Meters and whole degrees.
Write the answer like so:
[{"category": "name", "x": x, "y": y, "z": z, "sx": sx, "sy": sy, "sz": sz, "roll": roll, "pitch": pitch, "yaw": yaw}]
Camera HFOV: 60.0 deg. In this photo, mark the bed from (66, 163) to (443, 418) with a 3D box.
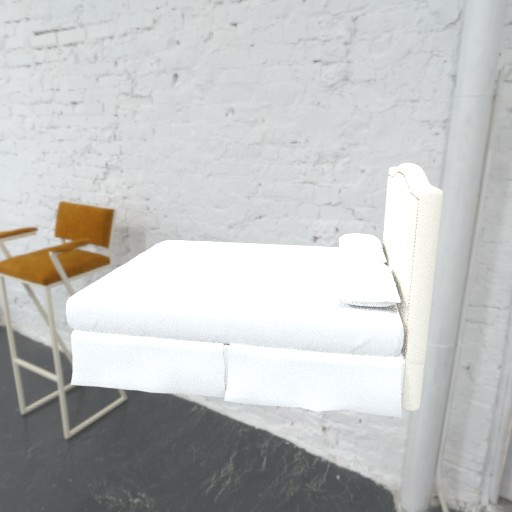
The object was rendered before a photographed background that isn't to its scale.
[{"category": "bed", "x": 0.000, "y": 0.000, "z": 3.452, "sx": 2.282, "sy": 1.436, "sz": 1.821, "roll": 3, "pitch": 16, "yaw": 10}]
